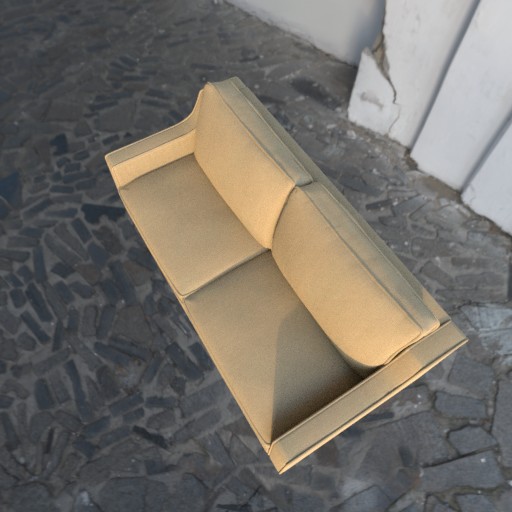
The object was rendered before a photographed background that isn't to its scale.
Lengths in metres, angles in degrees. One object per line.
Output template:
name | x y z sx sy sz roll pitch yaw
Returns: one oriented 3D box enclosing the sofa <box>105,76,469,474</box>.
sofa | 0.000 0.000 2.733 1.066 1.071 2.178 -28 65 -15
